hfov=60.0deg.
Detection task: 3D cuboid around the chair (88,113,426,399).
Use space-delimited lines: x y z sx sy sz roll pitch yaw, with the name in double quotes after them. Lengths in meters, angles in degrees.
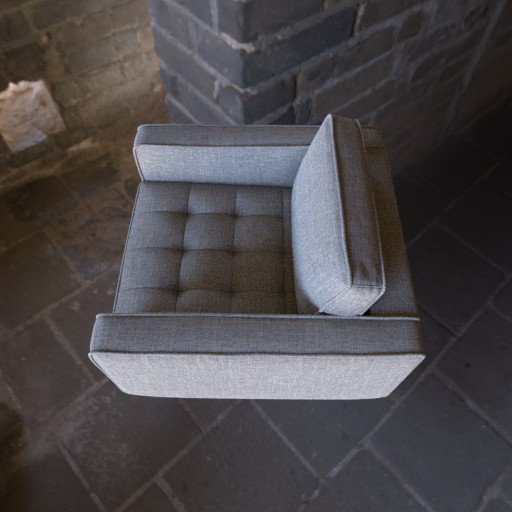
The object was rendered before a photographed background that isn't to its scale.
0.000 0.000 1.551 0.914 0.765 0.889 1 58 0 "chair"
